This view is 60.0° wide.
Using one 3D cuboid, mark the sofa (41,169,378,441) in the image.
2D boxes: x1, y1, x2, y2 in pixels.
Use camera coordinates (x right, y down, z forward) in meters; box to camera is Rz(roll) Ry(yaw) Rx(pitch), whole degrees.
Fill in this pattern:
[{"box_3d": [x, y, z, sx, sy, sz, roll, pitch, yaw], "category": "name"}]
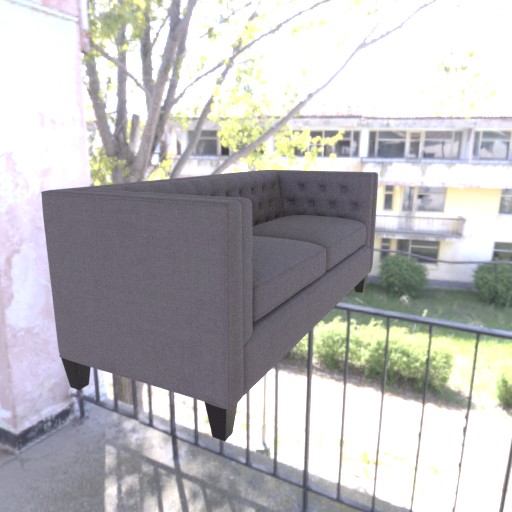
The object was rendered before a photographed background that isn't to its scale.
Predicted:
[{"box_3d": [0.000, 0.000, 2.210, 0.775, 0.762, 1.778, 7, 15, 27], "category": "sofa"}]
